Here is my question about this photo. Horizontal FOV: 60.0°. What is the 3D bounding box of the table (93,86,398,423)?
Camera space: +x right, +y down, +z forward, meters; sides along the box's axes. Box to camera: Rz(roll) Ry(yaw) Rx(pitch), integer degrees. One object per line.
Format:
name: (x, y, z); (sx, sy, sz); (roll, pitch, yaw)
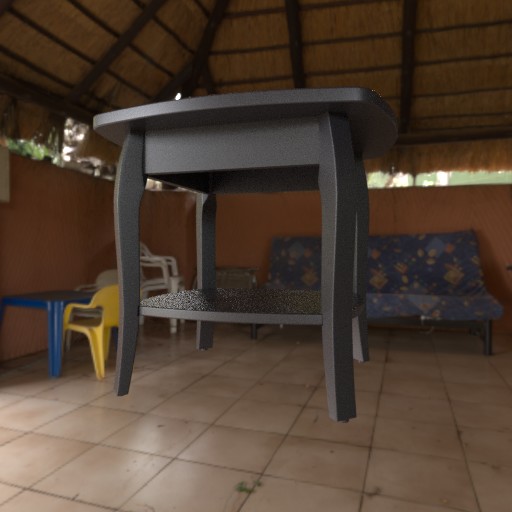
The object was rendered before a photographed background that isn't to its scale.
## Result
table: (0.000, 0.000, 0.837); (0.508, 0.457, 0.457); (0, 1, 18)
